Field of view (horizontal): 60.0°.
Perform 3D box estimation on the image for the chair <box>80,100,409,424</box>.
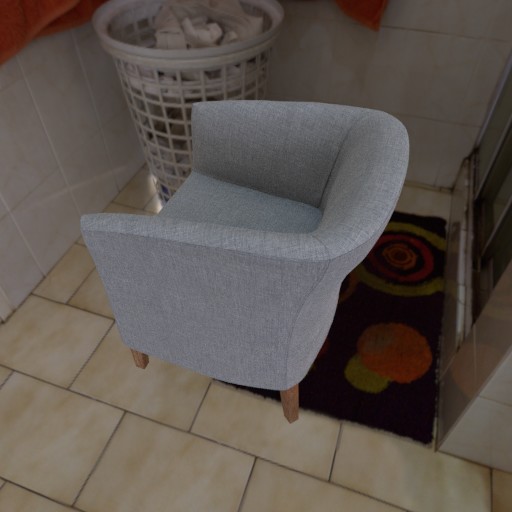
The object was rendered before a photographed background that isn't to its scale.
[{"bbox_3d":[0.000,0.000,1.277,0.668,0.771,0.600,16,49,14],"label":"chair"}]
